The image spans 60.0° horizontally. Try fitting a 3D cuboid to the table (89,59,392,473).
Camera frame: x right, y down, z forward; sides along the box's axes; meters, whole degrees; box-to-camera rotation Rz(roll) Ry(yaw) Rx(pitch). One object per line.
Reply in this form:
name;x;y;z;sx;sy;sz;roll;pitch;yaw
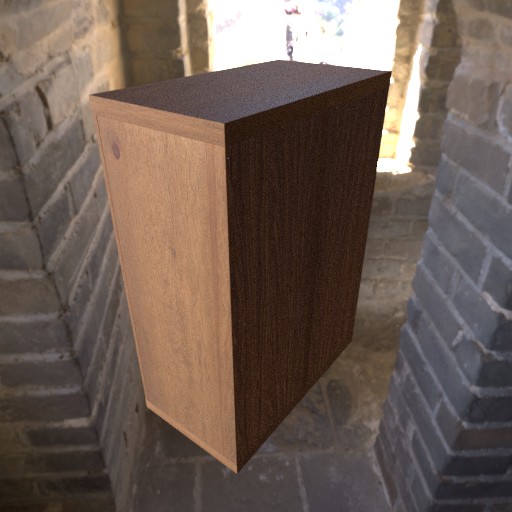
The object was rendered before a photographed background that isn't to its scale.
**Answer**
table;0.000;0.000;1.737;0.524;1.294;0.901;22;37;32
